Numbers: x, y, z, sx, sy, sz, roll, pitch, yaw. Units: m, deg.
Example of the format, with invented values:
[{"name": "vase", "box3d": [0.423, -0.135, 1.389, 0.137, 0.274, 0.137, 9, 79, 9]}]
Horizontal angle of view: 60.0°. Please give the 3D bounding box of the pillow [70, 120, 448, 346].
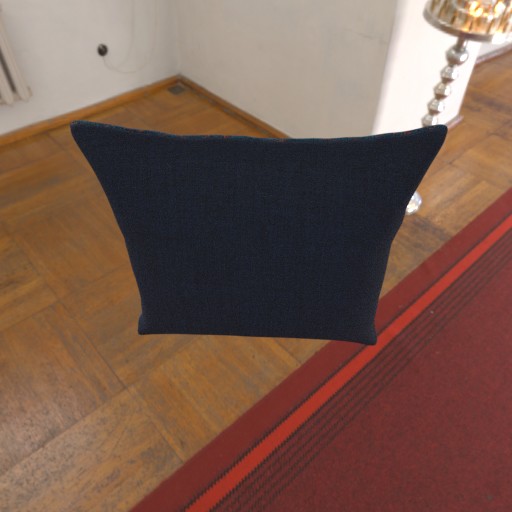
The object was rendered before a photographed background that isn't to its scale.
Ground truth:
[{"name": "pillow", "box3d": [0.000, 0.000, 0.648, 0.431, 0.431, 0.141, 2, 46, 2]}]
